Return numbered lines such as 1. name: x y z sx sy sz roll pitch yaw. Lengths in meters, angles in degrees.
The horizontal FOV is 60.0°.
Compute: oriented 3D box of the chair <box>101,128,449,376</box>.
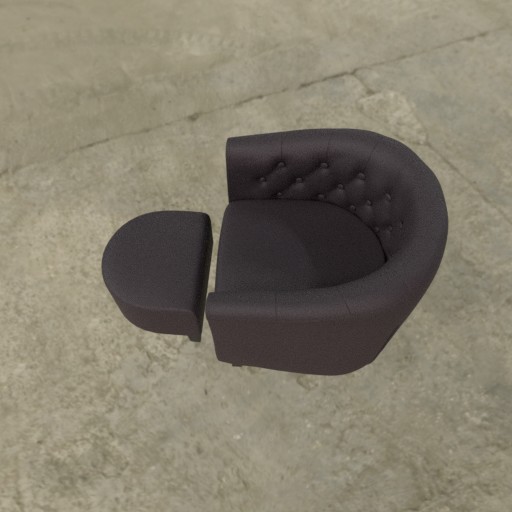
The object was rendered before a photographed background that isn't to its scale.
1. chair: 0.000 0.000 1.666 1.191 0.760 0.763 3 58 2
